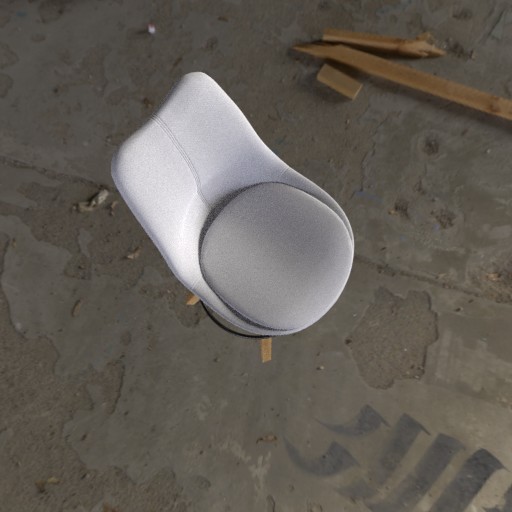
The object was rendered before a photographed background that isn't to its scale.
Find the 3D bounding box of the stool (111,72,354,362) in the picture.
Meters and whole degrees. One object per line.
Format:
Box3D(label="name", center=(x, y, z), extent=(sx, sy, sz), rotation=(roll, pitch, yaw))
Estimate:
Box3D(label="stool", center=(0.000, 0.000, 1.401), extent=(0.550, 1.115, 0.484), rotation=(36, 79, 8))
